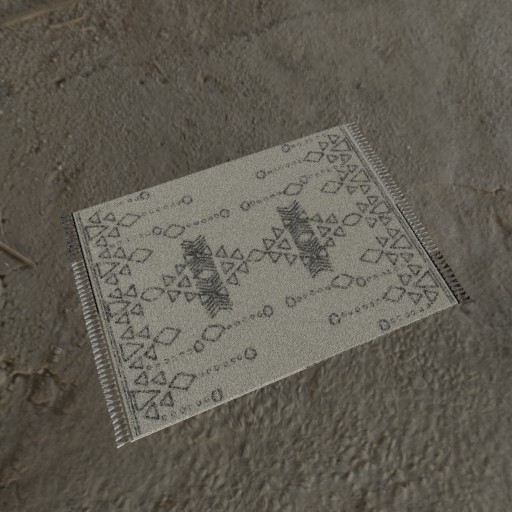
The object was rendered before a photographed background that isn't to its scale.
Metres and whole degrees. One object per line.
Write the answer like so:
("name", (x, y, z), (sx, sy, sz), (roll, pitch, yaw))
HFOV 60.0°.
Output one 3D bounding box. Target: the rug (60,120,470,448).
("rug", (0.000, 0.000, 2.958), (2.312, 0.013, 1.600), (-20, 66, -9))
